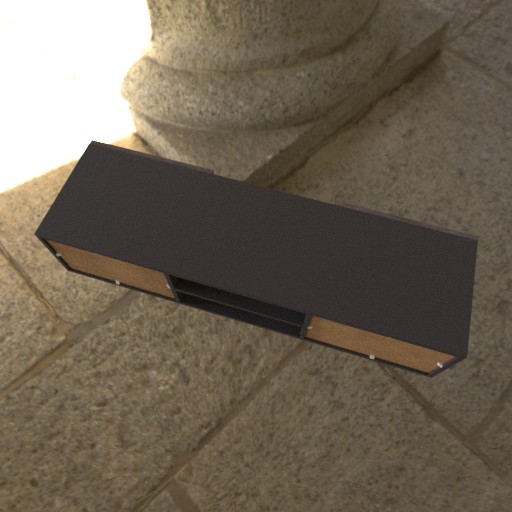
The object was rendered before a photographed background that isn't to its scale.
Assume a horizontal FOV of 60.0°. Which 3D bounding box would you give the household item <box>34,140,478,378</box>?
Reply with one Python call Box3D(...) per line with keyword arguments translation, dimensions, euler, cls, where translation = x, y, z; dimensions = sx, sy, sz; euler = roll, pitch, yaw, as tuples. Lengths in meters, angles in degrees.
Box3D(translation=(0.000, 0.000, 1.596), dimensions=(1.400, 0.310, 0.420), euler=(15, 64, 7), cls="household item")
